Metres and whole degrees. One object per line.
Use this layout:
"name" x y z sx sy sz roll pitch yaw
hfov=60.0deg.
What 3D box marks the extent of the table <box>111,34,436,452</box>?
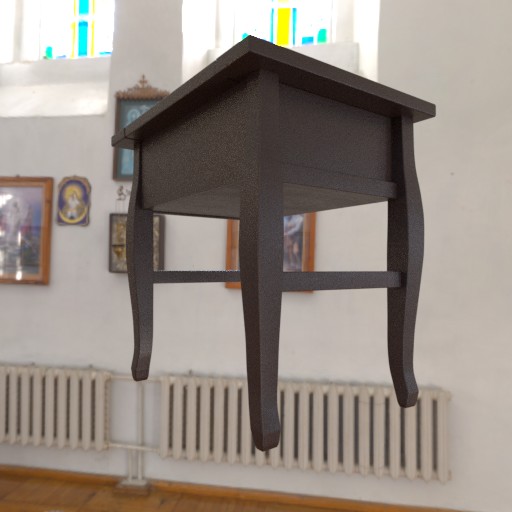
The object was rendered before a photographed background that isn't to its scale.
"table" 0.000 0.000 0.992 0.460 0.605 0.602 1 -2 -36
